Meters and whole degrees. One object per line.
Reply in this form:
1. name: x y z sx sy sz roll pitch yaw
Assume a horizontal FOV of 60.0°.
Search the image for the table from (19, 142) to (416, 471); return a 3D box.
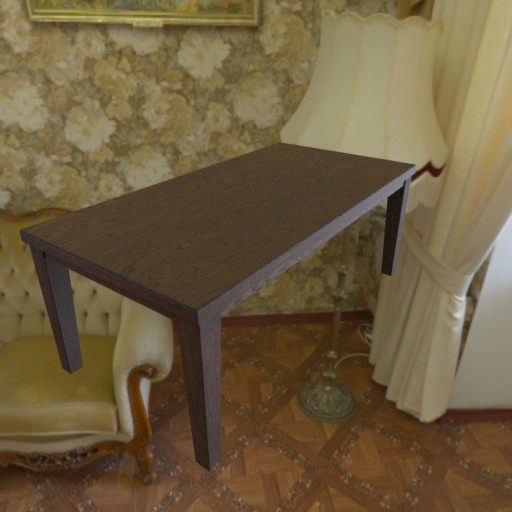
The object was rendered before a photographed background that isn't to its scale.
1. table: 0.000 0.000 2.476 1.016 0.762 1.981 19 33 32
